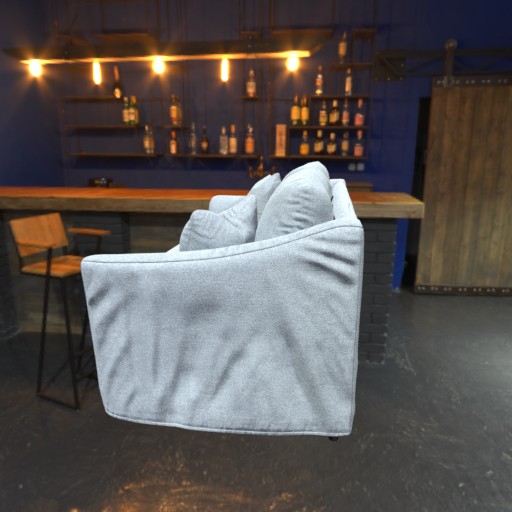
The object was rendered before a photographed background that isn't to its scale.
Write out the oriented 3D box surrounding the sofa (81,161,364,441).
[{"bbox_3d":[0.000,0.000,2.568,1.072,1.018,2.010,2,14,9],"label":"sofa"}]
